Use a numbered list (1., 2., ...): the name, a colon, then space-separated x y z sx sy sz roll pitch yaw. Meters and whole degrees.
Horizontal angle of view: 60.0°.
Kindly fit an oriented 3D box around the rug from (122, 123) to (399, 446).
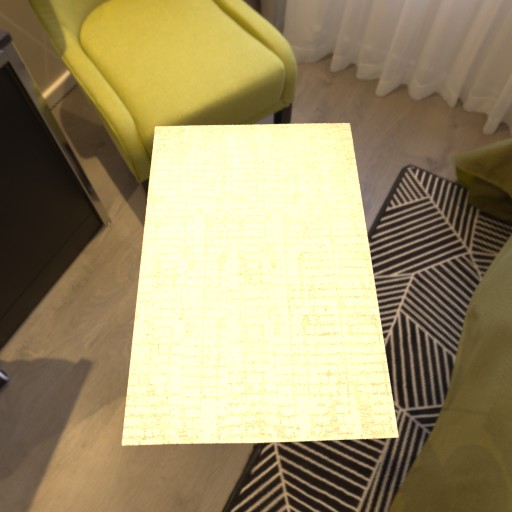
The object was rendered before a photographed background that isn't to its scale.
1. rug: 0.000 0.000 2.346 1.211 0.007 1.827 -1 63 -1
